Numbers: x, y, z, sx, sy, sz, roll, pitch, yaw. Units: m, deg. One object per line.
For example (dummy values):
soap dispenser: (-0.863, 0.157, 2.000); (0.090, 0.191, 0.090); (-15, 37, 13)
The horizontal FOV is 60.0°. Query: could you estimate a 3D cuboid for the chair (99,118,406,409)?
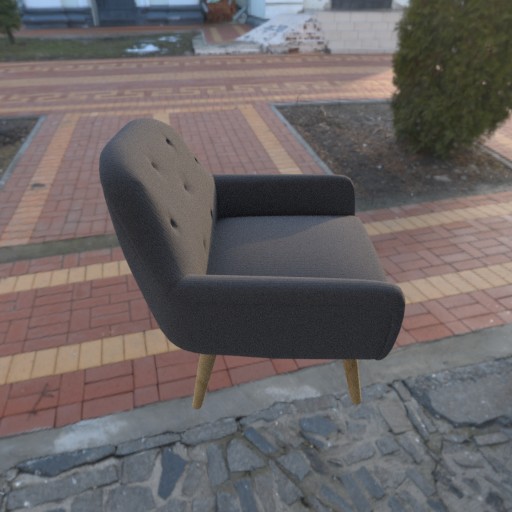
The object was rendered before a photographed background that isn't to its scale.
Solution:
chair: (0.000, 0.000, 1.416); (0.779, 0.800, 0.770); (0, 31, 1)
